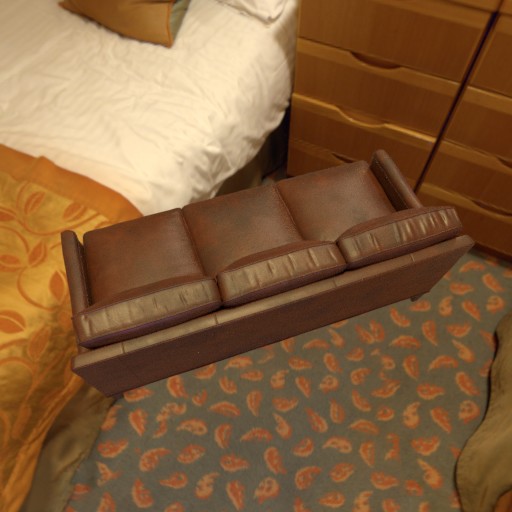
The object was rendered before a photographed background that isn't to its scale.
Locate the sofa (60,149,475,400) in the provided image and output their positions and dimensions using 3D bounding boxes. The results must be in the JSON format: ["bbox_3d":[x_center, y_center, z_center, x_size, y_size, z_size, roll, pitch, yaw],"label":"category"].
[{"bbox_3d":[0.000,0.000,2.775,2.240,1.003,1.084,-16,59,-10],"label":"sofa"}]
